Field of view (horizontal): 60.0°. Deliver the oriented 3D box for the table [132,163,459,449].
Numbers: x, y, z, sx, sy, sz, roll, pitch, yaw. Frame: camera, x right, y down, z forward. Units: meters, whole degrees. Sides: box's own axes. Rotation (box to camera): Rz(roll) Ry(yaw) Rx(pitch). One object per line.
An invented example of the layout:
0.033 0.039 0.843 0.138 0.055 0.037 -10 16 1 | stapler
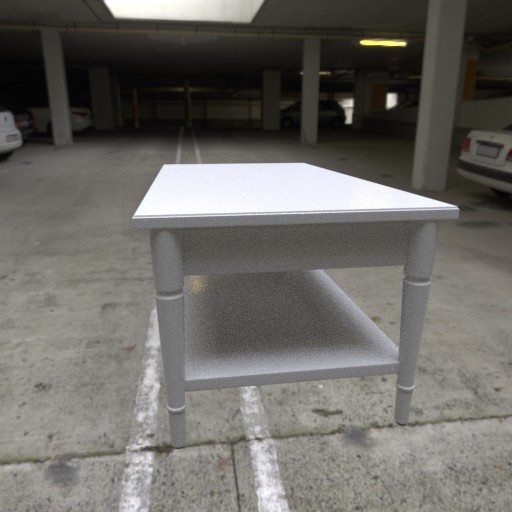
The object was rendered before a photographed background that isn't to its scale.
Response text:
0.000 0.000 1.305 0.559 0.457 1.067 -2 16 -8 | table
